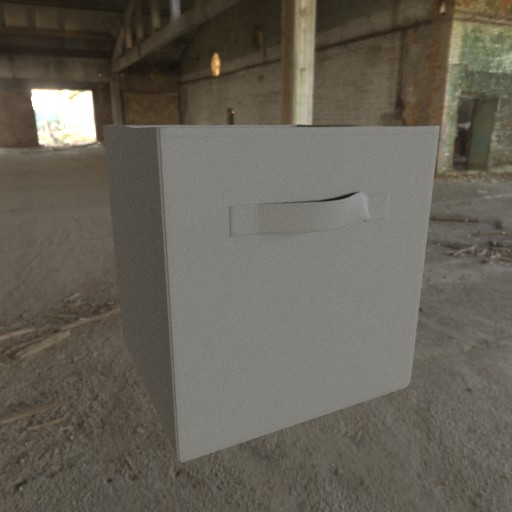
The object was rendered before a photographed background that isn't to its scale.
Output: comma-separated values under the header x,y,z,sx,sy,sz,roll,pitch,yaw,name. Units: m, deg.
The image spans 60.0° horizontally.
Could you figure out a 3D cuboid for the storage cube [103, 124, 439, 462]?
x,y,z,sx,sy,sz,roll,pitch,yaw,name
0.000,0.000,0.494,0.270,0.280,0.270,-8,19,-25,storage cube
